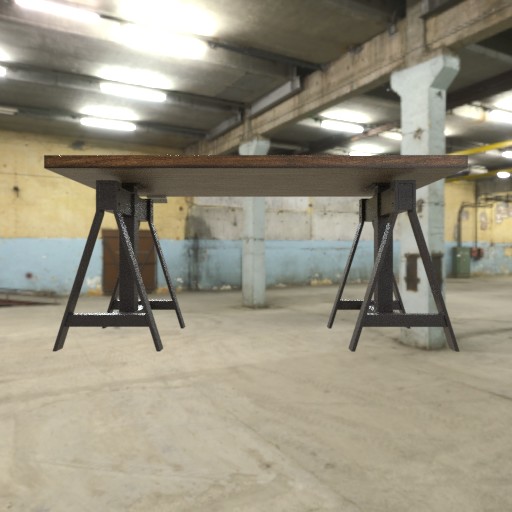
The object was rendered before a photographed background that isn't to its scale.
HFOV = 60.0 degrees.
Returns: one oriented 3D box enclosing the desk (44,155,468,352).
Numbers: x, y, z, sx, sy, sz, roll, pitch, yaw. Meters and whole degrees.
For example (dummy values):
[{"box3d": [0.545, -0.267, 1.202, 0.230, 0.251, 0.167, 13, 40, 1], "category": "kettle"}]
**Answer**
[{"box3d": [0.000, 0.000, 1.984, 1.543, 0.725, 0.784, 0, 0, 0], "category": "desk"}]
